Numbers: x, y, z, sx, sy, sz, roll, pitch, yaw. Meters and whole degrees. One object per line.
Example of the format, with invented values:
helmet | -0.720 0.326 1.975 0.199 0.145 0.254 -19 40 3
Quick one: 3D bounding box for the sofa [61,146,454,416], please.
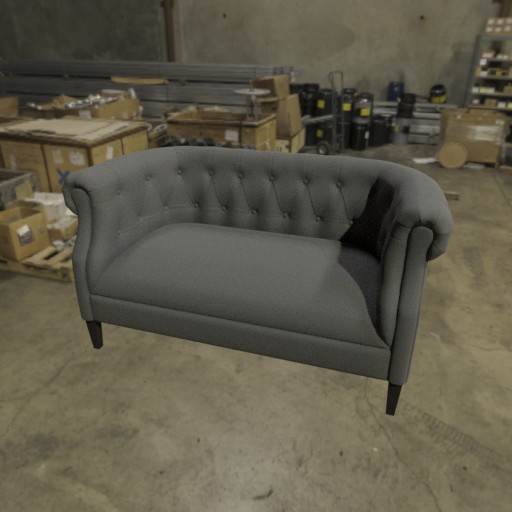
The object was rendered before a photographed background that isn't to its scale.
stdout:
sofa | 0.000 0.000 2.056 1.558 0.827 0.835 8 27 16
